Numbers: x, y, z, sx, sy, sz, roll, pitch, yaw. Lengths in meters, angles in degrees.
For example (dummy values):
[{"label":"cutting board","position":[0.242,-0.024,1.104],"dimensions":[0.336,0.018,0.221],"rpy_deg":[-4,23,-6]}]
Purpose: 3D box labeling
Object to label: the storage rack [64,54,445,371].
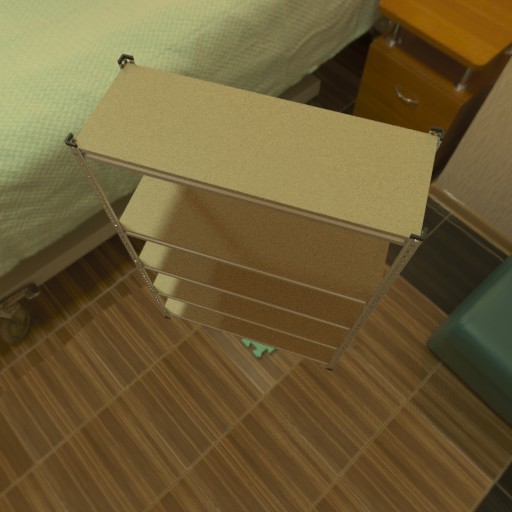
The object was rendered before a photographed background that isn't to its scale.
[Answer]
[{"label":"storage rack","position":[0.000,0.000,2.324],"dimensions":[1.219,1.829,0.457],"rpy_deg":[16,65,8]}]
